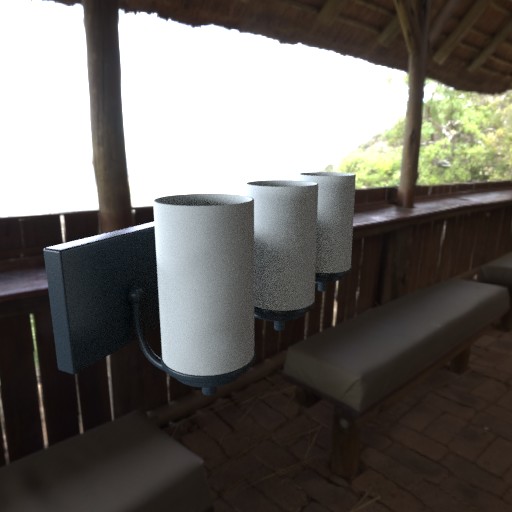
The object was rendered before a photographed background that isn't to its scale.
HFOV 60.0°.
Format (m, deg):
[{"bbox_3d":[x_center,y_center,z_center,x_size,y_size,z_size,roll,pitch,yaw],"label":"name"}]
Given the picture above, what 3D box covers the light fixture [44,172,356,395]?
[{"bbox_3d":[0.000,0.000,0.521,0.145,0.172,0.451,7,16,26],"label":"light fixture"}]
